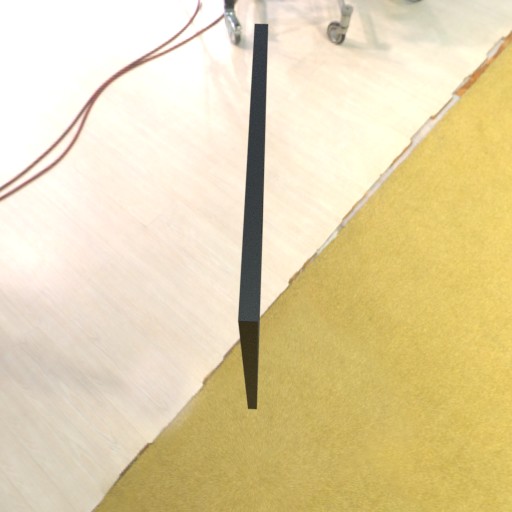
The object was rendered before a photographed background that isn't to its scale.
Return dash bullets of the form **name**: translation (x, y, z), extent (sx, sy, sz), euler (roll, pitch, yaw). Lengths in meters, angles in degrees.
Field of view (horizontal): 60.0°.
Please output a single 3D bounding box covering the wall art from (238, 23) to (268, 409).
- **wall art**: translation (0.000, 0.000, 1.439), extent (0.036, 1.070, 0.802), euler (2, 63, 1)
